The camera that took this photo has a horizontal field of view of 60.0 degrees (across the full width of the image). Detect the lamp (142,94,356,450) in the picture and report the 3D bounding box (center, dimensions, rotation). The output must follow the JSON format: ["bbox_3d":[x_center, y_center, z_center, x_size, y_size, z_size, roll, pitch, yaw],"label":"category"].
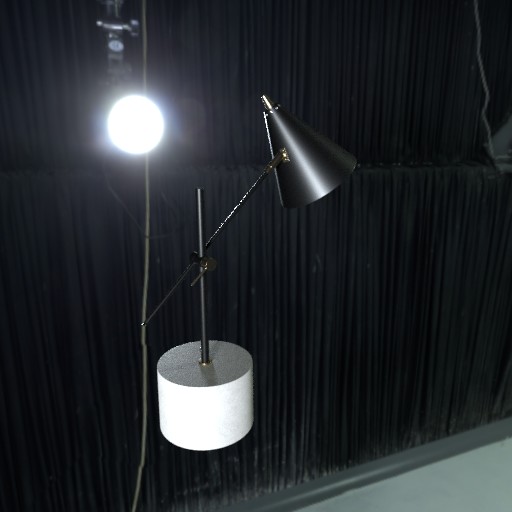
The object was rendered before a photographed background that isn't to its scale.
[{"bbox_3d":[0.000,0.000,0.739,0.403,0.518,0.214,-7,17,-26],"label":"lamp"}]
